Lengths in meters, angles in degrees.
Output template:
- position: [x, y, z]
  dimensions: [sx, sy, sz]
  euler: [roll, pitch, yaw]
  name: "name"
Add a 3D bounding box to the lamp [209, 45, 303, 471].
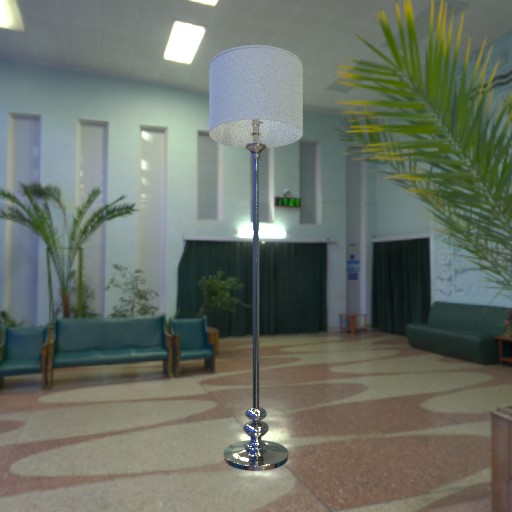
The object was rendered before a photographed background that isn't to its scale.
- position: [0.000, 0.000, 1.670]
  dimensions: [0.356, 1.487, 0.356]
  euler: [1, -2, -17]
  name: "lamp"
